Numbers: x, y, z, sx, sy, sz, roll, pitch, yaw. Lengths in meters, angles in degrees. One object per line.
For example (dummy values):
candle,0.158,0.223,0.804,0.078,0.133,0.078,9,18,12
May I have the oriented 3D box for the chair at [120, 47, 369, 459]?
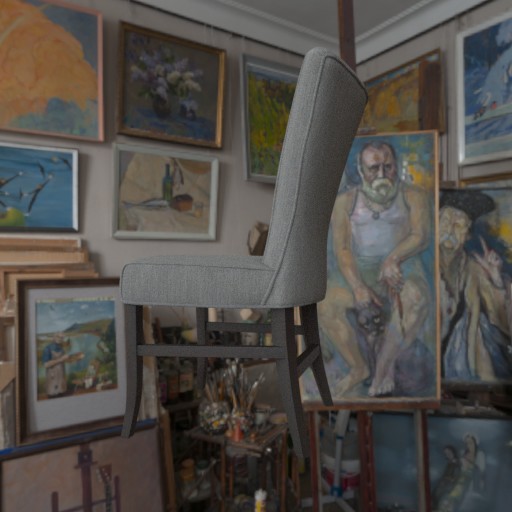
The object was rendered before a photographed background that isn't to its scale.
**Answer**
chair,0.000,0.000,1.344,0.660,0.991,0.520,0,0,19
